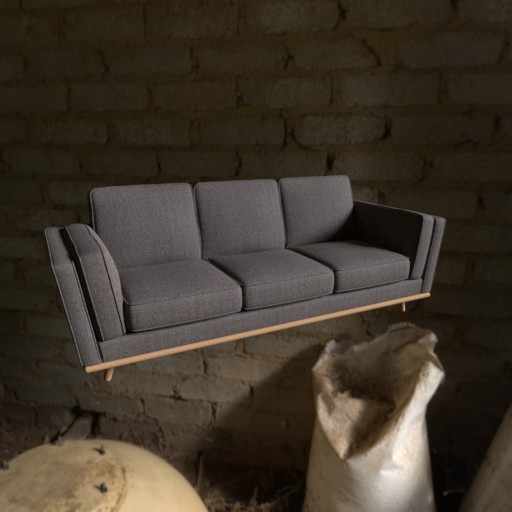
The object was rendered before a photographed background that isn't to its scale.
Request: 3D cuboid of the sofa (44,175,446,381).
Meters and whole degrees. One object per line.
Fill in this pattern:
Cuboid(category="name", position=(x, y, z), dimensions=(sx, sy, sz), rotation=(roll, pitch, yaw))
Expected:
Cuboid(category="sofa", position=(0.000, 0.000, 2.801), dimensions=(2.362, 0.899, 0.903), rotation=(-8, 17, -26))
